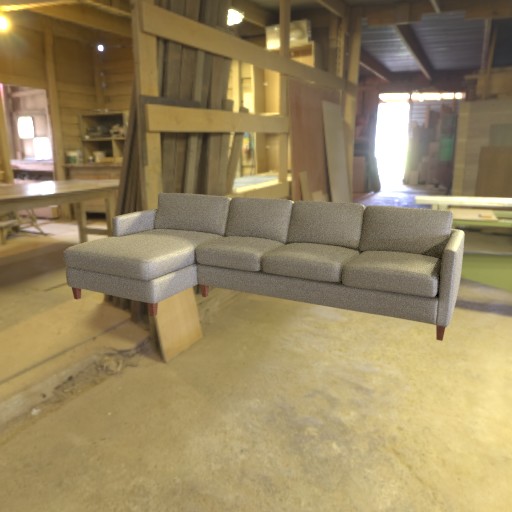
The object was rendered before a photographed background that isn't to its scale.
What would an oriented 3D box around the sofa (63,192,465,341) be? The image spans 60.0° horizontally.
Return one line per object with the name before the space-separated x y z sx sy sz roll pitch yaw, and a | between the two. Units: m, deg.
sofa | 0.000 0.000 3.856 3.201 0.876 1.502 7 16 27
